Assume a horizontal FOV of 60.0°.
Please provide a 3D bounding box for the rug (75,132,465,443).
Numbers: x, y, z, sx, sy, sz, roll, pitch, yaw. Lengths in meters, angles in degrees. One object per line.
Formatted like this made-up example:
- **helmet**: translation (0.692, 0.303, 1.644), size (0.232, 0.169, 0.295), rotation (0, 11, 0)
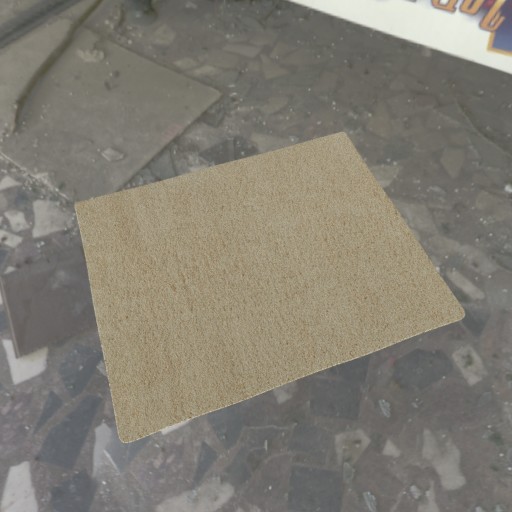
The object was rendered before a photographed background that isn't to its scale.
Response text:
- **rug**: translation (0.000, 0.000, 4.124), size (3.001, 0.025, 2.401), rotation (-17, 60, -10)
